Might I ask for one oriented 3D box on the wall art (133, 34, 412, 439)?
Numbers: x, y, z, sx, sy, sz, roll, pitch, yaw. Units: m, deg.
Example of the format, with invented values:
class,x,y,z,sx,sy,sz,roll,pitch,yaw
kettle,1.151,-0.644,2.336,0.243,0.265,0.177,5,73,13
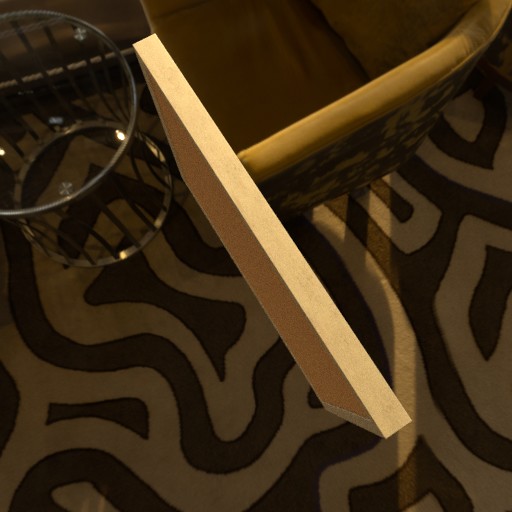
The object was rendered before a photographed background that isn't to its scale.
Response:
class,x,y,z,sx,sy,sz,roll,pitch,yaw
wall art,0.000,0.000,0.674,0.032,0.380,0.532,-31,77,-8
